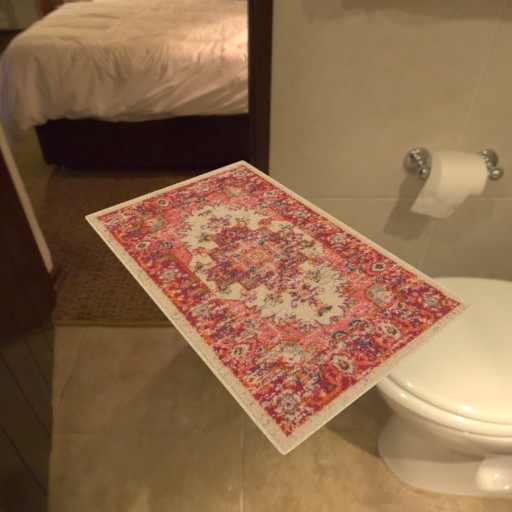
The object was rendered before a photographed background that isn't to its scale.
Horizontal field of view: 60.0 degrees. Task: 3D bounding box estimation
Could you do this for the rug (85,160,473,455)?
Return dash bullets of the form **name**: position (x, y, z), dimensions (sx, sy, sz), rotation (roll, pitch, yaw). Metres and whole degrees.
- **rug**: position (0.000, 0.000, 1.117), dimensions (0.556, 0.004, 0.868), rotation (-26, 46, -28)
